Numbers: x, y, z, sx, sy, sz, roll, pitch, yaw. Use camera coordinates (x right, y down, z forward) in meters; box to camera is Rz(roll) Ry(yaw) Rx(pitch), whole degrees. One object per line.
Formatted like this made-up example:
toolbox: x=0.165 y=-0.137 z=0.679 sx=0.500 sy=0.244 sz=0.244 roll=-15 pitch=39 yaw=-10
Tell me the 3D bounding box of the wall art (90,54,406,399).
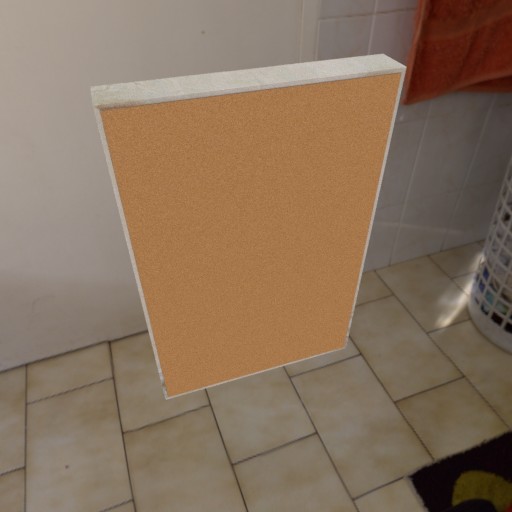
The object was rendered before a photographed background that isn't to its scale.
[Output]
wall art: x=0.000 y=0.000 z=0.480 sx=0.254 sy=0.381 sz=0.038 roll=-12 pitch=43 yaw=-14
